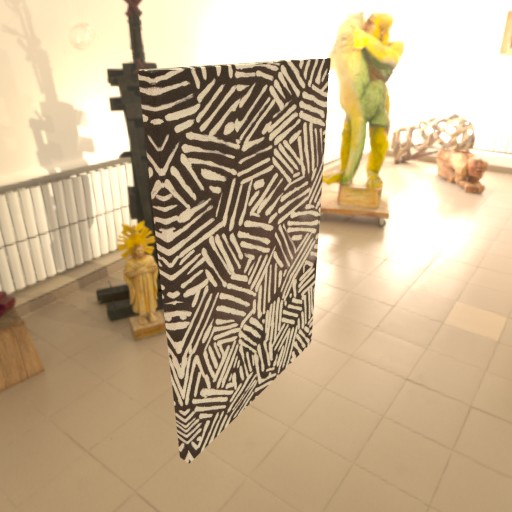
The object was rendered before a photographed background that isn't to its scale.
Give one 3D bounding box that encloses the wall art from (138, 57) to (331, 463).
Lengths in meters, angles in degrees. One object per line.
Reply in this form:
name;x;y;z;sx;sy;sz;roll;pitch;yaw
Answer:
wall art;0.000;0.000;1.146;0.035;0.918;0.615;18;31;32
